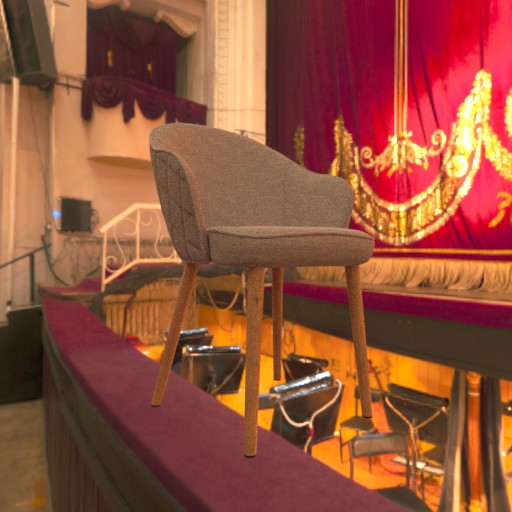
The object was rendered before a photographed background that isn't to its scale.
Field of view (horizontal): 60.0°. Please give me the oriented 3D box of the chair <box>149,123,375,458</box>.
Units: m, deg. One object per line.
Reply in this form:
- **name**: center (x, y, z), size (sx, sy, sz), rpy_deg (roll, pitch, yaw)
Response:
- **chair**: center (0.000, 0.000, 1.174), size (0.540, 0.800, 0.530), rpy_deg (0, 0, -36)
